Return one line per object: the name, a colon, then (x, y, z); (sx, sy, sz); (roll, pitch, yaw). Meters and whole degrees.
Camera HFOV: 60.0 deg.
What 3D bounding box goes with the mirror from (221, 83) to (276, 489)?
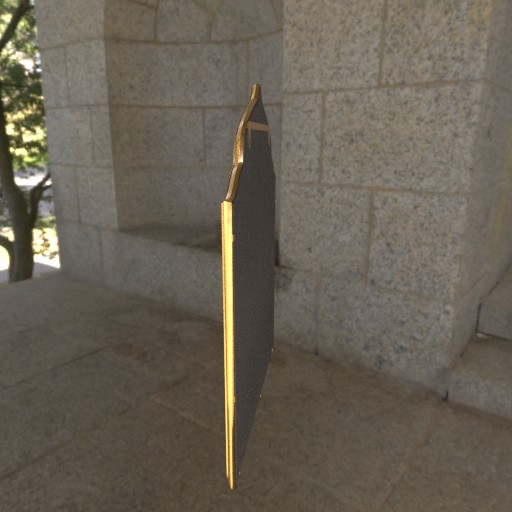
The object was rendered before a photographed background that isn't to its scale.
mirror: (0.000, 0.000, 0.871); (0.018, 0.635, 0.513); (2, 15, 9)
